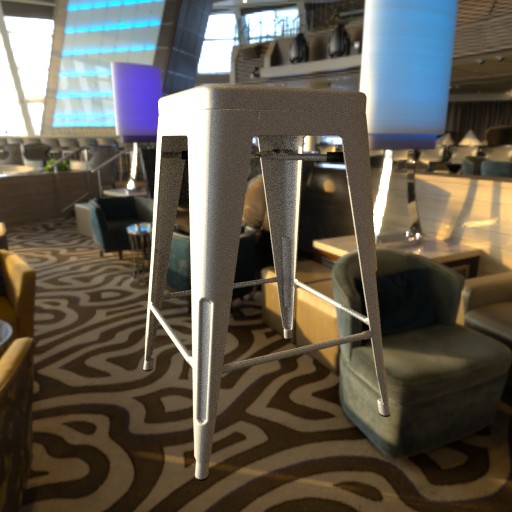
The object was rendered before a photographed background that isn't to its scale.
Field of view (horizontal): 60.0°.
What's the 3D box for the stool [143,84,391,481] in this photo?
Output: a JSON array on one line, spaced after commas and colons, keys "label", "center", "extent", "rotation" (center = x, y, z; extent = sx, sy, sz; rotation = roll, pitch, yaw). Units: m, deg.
[{"label": "stool", "center": [0.000, 0.000, 0.891], "extent": [0.406, 0.610, 0.406], "rotation": [-7, 17, -25]}]
